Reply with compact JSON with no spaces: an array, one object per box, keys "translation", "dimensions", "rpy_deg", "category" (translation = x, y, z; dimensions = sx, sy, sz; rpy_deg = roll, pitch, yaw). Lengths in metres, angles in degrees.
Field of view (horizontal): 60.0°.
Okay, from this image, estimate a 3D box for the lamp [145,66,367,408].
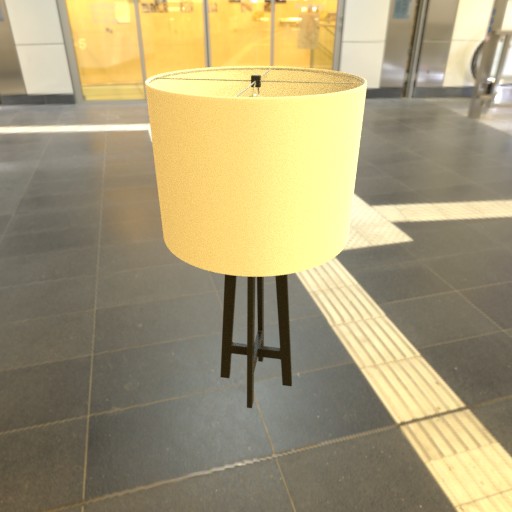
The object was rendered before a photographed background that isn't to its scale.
[{"translation":[0.000,0.000,0.643],"dimensions":[0.257,0.489,0.257],"rpy_deg":[-19,34,-30],"category":"lamp"}]
